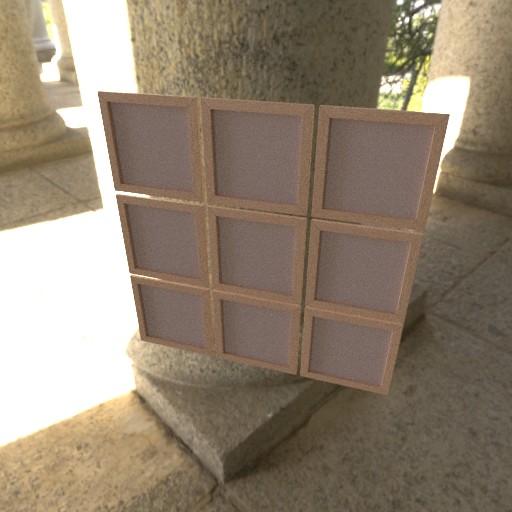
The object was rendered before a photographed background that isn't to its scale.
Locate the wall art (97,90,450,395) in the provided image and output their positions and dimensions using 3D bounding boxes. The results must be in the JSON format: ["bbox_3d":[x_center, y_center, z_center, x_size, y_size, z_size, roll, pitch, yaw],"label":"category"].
[{"bbox_3d":[0.000,0.000,1.792,1.217,1.207,0.016,9,32,14],"label":"wall art"}]
